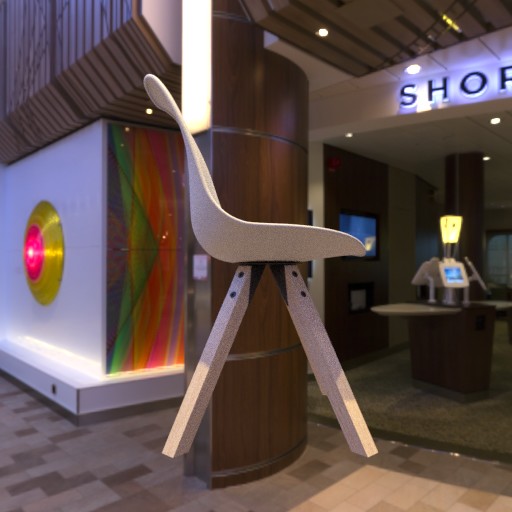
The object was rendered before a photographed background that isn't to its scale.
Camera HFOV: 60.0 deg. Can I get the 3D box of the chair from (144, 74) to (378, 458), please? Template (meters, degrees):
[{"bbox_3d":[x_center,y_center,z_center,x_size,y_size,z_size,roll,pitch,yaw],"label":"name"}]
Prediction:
[{"bbox_3d":[0.000,0.000,1.152,0.550,0.850,0.485,0,0,0],"label":"chair"}]
